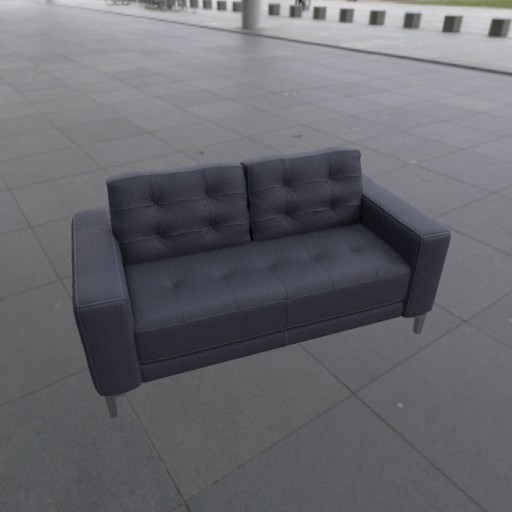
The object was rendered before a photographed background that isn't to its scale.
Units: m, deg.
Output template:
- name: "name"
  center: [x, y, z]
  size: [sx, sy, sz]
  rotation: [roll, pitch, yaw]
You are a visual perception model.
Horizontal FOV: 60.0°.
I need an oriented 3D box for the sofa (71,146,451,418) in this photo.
- name: "sofa"
  center: [0.000, 0.000, 2.267]
  size: [1.726, 0.893, 0.833]
  rotation: [-11, 33, -17]
